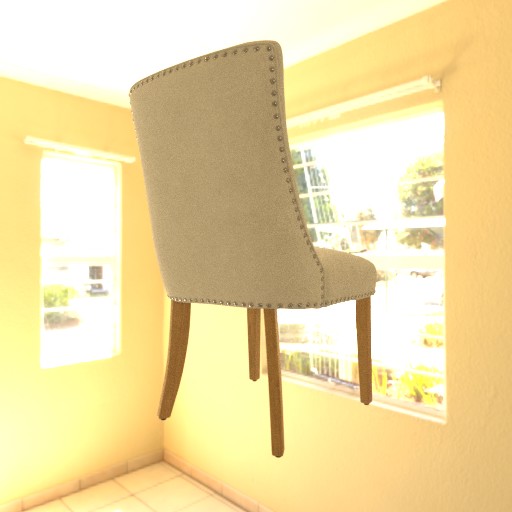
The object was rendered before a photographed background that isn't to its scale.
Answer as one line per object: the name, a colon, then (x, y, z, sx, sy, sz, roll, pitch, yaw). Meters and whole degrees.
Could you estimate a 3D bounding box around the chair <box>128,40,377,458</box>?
chair: (0.000, 0.000, 1.248, 0.495, 0.902, 0.610, 0, 0, 36)
